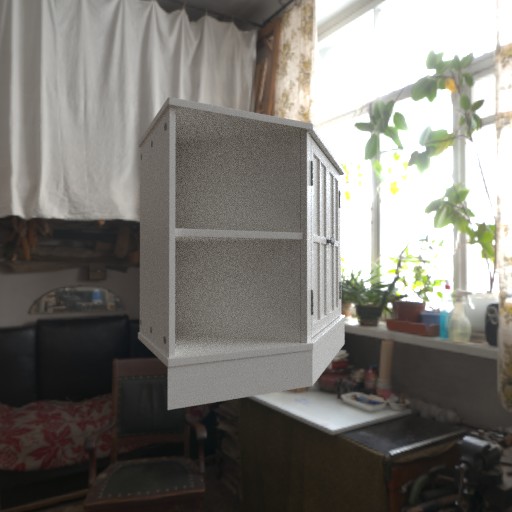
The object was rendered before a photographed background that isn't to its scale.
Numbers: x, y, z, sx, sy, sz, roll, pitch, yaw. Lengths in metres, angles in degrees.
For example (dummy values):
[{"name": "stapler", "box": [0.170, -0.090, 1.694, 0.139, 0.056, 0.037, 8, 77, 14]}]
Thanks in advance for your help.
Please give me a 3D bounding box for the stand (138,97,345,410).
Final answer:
[{"name": "stand", "box": [0.000, 0.000, 1.373, 0.477, 0.614, 1.072, 0, -1, 19]}]
